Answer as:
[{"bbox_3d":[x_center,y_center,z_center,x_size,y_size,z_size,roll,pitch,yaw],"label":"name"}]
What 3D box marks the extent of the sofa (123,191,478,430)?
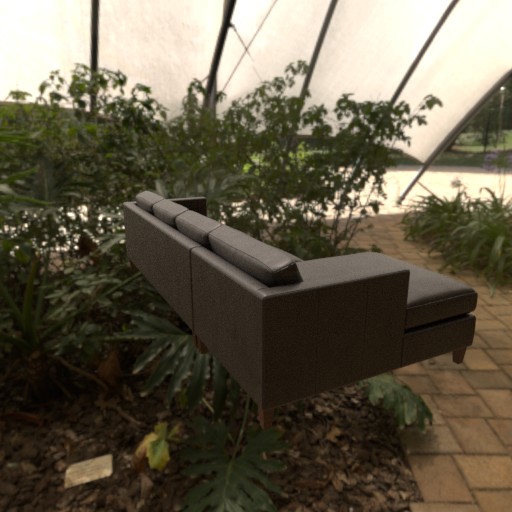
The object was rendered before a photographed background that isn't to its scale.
[{"bbox_3d":[0.000,0.000,3.826,1.581,0.883,3.203,-8,18,-26],"label":"sofa"}]
